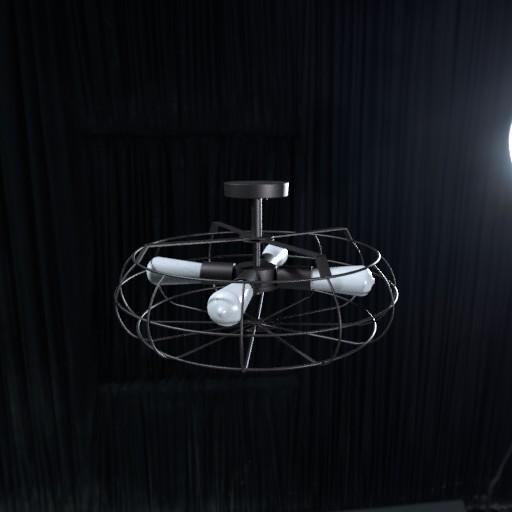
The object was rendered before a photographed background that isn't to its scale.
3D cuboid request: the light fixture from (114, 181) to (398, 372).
[{"bbox_3d":[0.000,0.000,0.939,0.582,0.311,0.582,0,14,0],"label":"light fixture"}]
